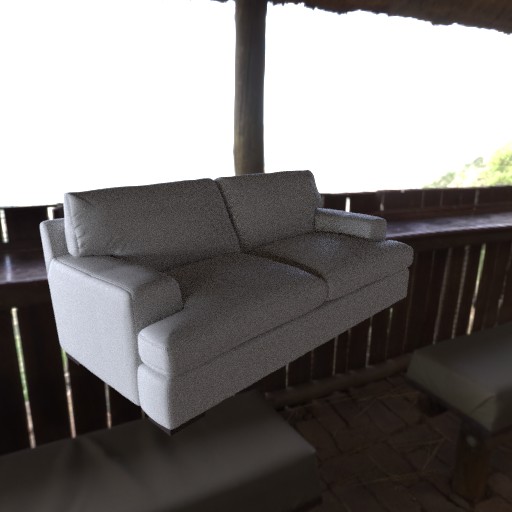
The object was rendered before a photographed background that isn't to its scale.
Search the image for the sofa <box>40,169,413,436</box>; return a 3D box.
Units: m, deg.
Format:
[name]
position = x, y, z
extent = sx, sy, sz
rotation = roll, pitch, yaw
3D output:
[sofa]
position = 0.000, 0.000, 2.817
extent = 1.143, 0.940, 2.261
rotation = 15, 21, 42
